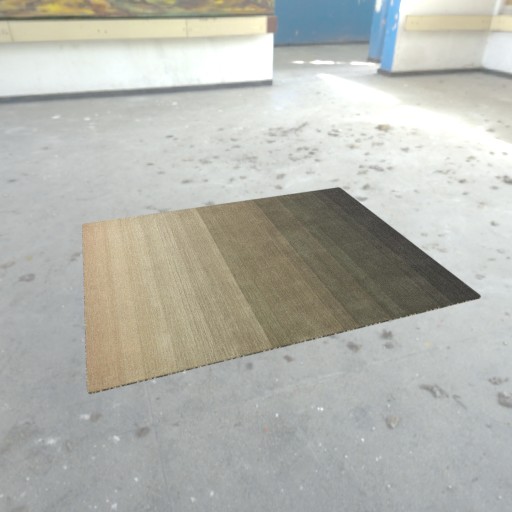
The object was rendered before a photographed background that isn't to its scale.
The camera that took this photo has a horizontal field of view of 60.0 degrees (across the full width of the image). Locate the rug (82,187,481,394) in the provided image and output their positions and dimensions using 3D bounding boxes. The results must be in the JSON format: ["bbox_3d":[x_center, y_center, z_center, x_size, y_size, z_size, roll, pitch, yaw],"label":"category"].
[{"bbox_3d":[0.000,0.000,3.932,2.902,0.017,2.305,-10,33,-16],"label":"rug"}]
